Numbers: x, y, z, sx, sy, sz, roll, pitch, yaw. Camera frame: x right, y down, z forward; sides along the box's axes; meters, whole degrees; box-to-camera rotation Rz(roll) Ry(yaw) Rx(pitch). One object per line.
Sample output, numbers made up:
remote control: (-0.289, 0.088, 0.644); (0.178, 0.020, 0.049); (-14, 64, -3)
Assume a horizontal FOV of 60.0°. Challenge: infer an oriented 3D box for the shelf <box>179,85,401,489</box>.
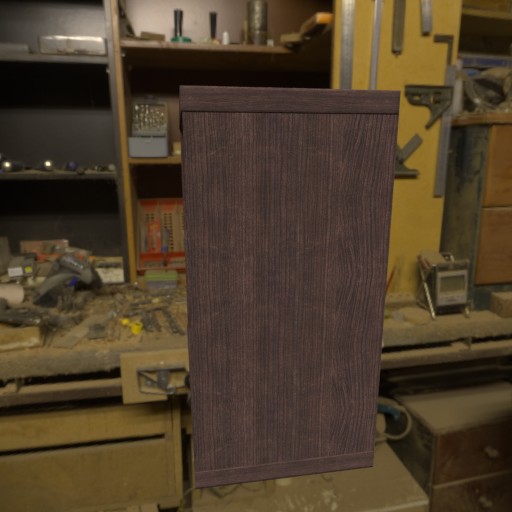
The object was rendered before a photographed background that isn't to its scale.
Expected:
shelf: (0.000, 0.000, 1.233); (0.390, 0.786, 0.790); (-2, 14, -9)
